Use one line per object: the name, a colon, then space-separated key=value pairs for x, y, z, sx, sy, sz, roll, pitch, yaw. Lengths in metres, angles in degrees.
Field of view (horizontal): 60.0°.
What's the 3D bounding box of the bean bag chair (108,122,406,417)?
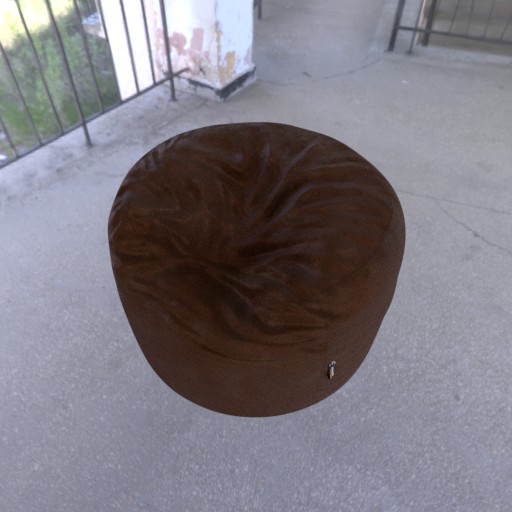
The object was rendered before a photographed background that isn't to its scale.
bean bag chair: x=0.000 y=0.000 z=1.494 sx=0.918 sy=0.616 sz=0.918 roll=0 pitch=47 yaw=0
